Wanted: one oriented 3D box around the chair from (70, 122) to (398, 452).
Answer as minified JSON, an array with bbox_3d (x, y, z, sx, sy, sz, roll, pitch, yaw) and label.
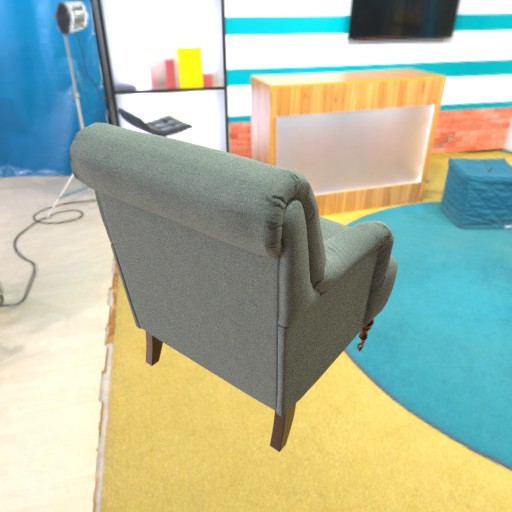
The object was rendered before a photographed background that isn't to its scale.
[{"bbox_3d":[0.000,0.000,1.936,0.964,1.178,1.060,22,37,32],"label":"chair"}]
